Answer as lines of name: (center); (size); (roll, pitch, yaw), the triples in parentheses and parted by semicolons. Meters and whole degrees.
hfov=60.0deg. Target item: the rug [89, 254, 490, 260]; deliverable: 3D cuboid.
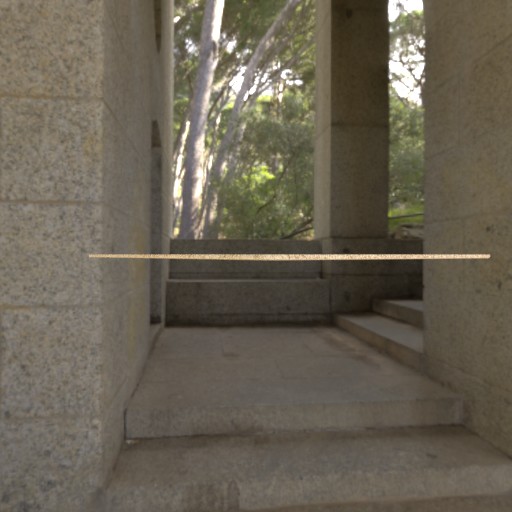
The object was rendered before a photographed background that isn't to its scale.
rug: (0.000, 0.000, 3.416); (1.801, 0.024, 2.700); (0, 0, -36)
